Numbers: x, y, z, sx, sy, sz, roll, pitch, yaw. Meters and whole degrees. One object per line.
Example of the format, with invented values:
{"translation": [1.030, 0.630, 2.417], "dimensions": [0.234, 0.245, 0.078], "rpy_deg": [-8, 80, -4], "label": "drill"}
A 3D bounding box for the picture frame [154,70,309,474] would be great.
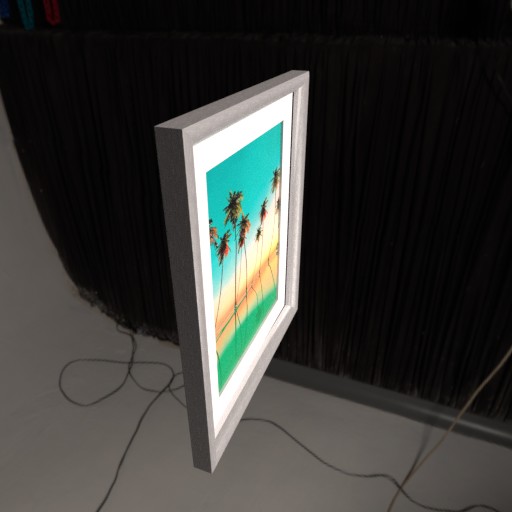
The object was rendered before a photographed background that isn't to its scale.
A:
{"translation": [0.000, 0.000, 0.535], "dimensions": [0.027, 0.378, 0.327], "rpy_deg": [11, 31, 18], "label": "picture frame"}
